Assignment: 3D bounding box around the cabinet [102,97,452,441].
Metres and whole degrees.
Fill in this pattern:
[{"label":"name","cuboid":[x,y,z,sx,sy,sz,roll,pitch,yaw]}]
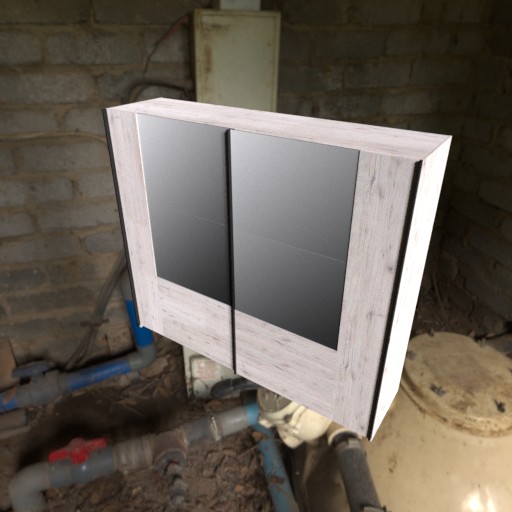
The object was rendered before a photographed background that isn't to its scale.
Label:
[{"label":"cabinet","cuboid":[0.000,0.000,3.660,2.500,2.180,0.660,18,34,29]}]
